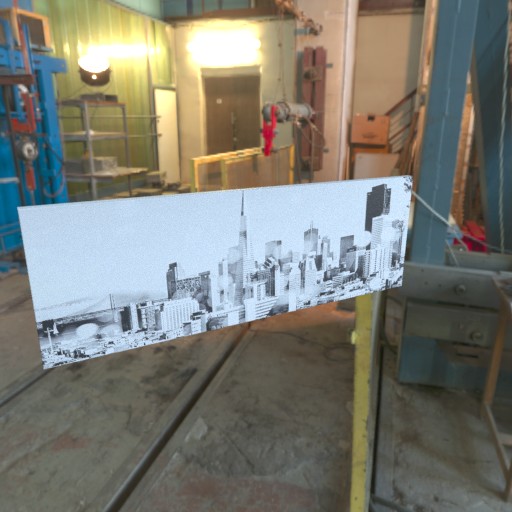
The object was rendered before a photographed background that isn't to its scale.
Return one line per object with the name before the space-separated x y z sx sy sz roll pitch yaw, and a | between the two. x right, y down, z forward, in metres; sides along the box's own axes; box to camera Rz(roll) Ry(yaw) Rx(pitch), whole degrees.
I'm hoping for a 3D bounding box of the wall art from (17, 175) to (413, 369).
wall art | 0.000 0.000 1.663 1.520 0.507 0.039 -9 20 -27
